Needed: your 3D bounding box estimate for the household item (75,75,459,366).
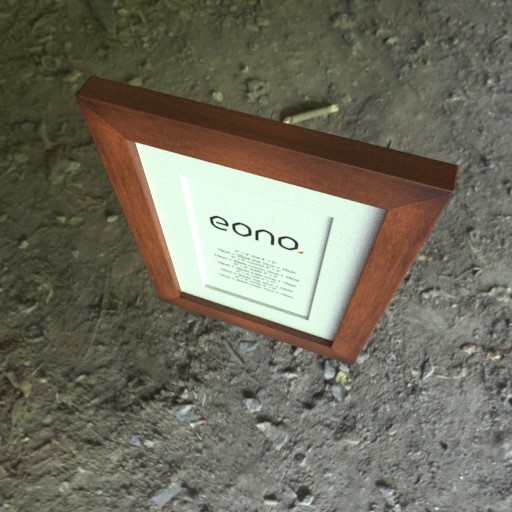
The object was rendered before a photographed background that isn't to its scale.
[{"bbox_3d":[0.000,0.000,0.331,0.200,0.250,0.020,17,60,10],"label":"household item"}]
